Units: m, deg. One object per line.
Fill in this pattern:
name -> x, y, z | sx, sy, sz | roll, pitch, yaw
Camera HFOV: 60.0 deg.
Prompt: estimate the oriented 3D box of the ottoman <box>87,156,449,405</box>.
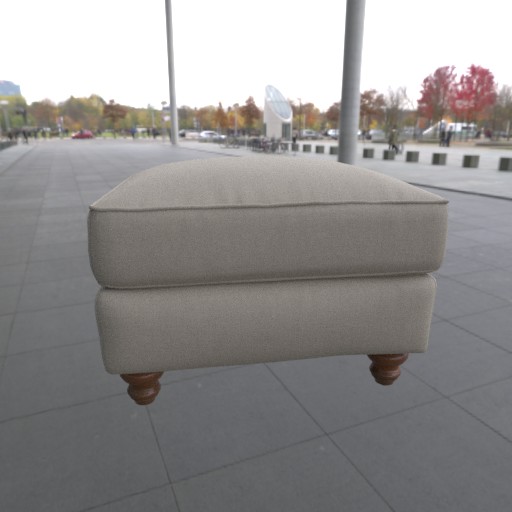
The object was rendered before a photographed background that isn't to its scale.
ottoman -> 0.000, 0.000, 1.162 | 0.716, 0.505, 0.662 | -2, 16, -8
